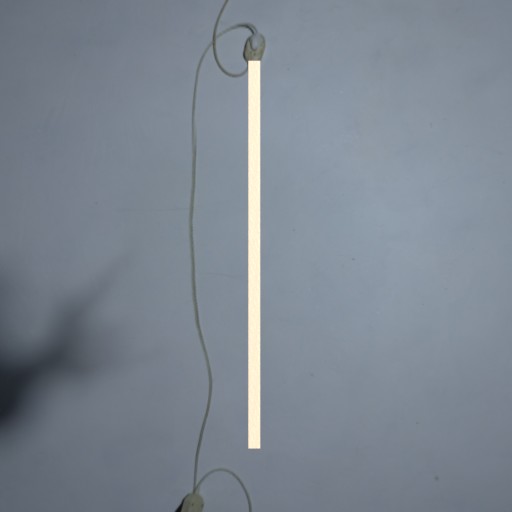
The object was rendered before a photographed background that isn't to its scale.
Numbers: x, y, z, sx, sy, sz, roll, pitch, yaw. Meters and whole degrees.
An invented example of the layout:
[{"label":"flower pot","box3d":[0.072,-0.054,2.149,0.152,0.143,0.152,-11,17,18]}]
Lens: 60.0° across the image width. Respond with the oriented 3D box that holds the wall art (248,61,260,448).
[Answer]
[{"label":"wall art","box3d":[0.000,0.000,1.893,0.030,1.519,0.990,0,90,0]}]
